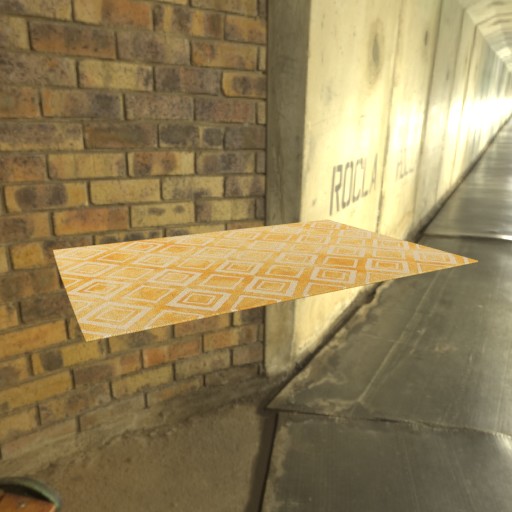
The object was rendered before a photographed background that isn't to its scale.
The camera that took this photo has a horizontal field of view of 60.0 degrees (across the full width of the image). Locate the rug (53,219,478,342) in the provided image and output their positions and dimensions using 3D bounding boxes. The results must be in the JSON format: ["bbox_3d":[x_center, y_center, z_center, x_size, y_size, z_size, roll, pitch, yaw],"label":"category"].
[{"bbox_3d":[0.000,0.000,2.266,1.829,0.010,1.213,-8,18,-27],"label":"rug"}]
